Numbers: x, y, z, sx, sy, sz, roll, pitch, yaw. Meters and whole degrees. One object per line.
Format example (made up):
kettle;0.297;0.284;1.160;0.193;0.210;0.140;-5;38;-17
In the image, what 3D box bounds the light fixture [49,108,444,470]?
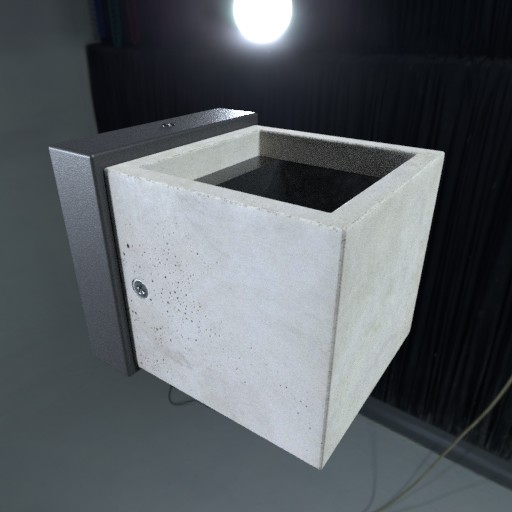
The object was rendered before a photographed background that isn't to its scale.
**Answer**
light fixture;0.000;0.000;0.232;0.143;0.121;0.121;18;32;31
